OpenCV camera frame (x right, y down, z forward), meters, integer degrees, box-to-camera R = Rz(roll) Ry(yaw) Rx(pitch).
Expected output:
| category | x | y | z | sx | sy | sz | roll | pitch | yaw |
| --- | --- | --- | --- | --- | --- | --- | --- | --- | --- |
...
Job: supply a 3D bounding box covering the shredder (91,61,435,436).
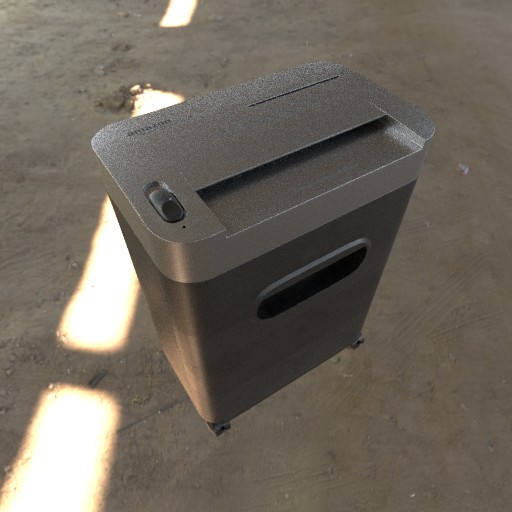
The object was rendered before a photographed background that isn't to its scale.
| category | x | y | z | sx | sy | sz | roll | pitch | yaw |
| --- | --- | --- | --- | --- | --- | --- | --- | --- | --- |
| shredder | 0.000 | 0.000 | 0.603 | 0.311 | 0.419 | 0.237 | -26 | 53 | -21 |
